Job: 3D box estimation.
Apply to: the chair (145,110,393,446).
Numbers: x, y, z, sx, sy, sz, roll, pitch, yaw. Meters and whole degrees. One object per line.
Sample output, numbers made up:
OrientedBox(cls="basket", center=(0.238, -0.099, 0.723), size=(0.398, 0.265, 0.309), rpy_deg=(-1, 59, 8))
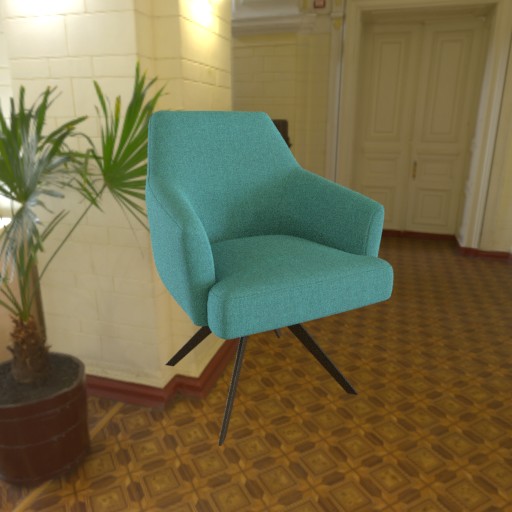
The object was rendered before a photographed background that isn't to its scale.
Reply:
OrientedBox(cls="chair", center=(0.000, 0.000, 1.389), size=(0.642, 0.874, 0.677), rpy_deg=(-9, 19, -27))
